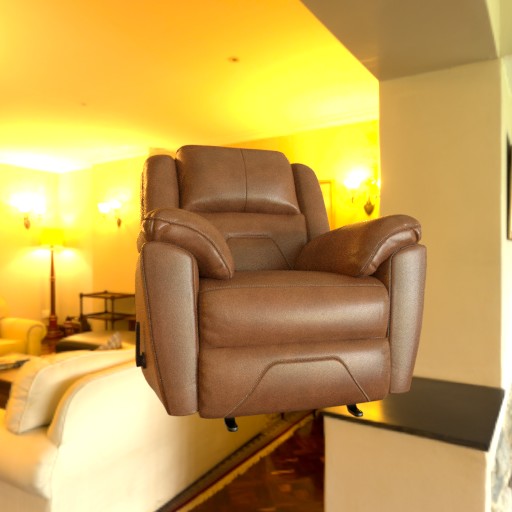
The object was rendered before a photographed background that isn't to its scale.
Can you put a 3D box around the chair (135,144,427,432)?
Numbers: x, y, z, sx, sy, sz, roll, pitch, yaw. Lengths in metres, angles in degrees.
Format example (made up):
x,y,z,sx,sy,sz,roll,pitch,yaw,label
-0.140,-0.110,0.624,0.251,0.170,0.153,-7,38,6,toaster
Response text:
x,y,z,sx,sy,sz,roll,pitch,yaw,label
0.000,0.000,1.863,0.990,1.093,1.041,0,0,-17,chair
